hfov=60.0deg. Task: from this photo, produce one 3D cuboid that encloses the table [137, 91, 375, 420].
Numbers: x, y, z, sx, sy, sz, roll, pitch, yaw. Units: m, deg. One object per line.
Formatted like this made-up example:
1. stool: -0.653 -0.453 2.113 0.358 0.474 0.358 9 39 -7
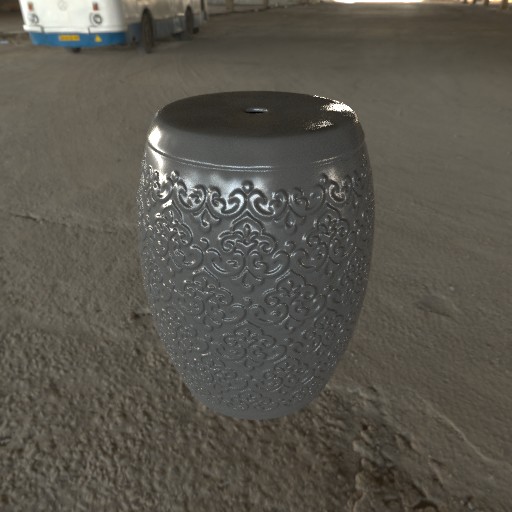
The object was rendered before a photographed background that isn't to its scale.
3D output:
1. table: 0.000 0.000 0.614 0.309 0.397 0.309 0 31 0
